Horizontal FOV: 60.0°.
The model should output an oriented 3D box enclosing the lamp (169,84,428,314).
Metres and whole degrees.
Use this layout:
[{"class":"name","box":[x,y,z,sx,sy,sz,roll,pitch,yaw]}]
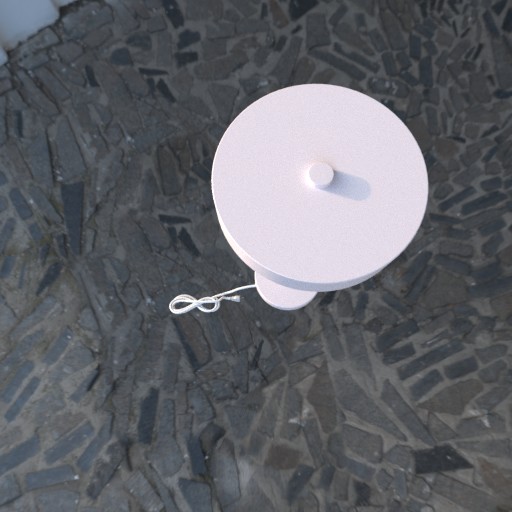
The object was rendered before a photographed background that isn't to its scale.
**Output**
[{"class":"lamp","box":[0.000,0.000,0.699,0.369,0.508,0.229,-16,76,-4]}]
